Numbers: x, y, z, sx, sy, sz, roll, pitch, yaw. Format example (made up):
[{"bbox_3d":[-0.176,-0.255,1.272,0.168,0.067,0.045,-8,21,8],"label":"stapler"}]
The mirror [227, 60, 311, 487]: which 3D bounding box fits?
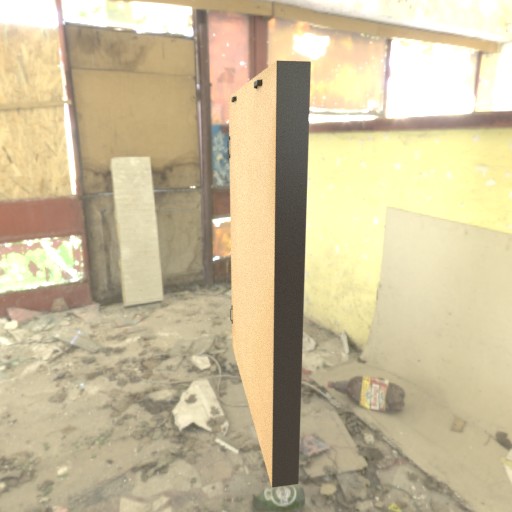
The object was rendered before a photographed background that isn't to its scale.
[{"bbox_3d":[0.000,0.000,0.700,0.041,0.509,0.406,-3,15,-10],"label":"mirror"}]
